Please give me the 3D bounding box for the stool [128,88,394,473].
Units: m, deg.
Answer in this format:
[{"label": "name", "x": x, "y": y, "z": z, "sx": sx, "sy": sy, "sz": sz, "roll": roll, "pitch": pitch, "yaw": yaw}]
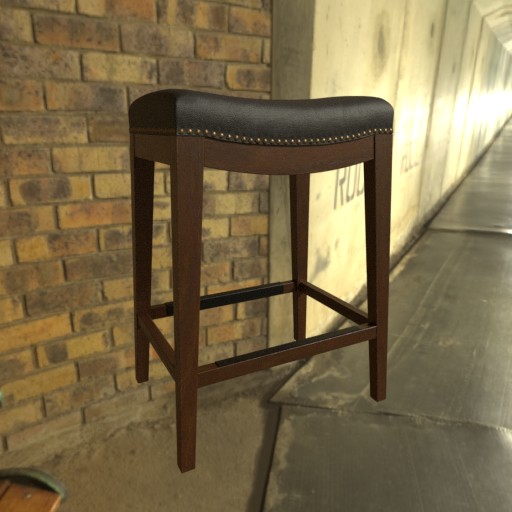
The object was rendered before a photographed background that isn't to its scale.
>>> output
[{"label": "stool", "x": 0.000, "y": 0.000, "z": 0.966, "sx": 0.490, "sy": 0.664, "sz": 0.353, "roll": -8, "pitch": 18, "yaw": -27}]
